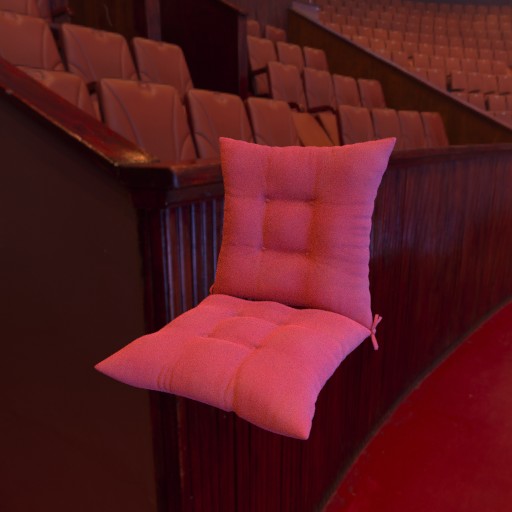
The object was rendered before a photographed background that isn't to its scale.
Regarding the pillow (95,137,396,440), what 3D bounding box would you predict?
[{"bbox_3d":[0.000,0.000,1.045,0.541,0.536,0.585,8,18,27],"label":"pillow"}]
